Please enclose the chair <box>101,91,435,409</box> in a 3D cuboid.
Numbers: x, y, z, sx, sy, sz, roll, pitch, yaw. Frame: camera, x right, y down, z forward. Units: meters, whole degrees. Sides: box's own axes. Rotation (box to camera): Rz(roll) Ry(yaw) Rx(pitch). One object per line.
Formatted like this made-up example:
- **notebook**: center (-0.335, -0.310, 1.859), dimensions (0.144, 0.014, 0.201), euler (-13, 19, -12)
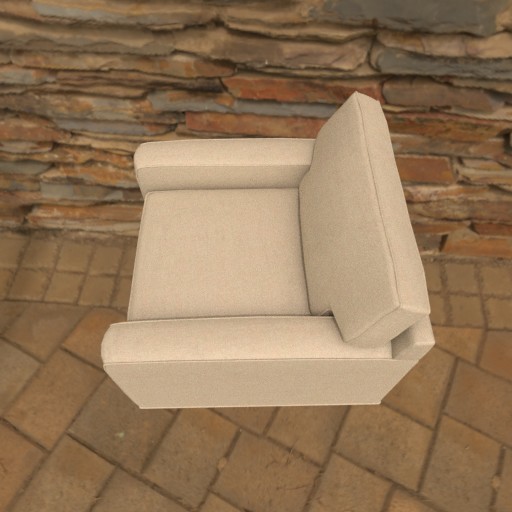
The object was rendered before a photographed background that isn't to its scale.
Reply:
- **chair**: center (0.000, 0.000, 1.793), dimensions (1.043, 0.913, 0.998), euler (-1, 58, -1)
